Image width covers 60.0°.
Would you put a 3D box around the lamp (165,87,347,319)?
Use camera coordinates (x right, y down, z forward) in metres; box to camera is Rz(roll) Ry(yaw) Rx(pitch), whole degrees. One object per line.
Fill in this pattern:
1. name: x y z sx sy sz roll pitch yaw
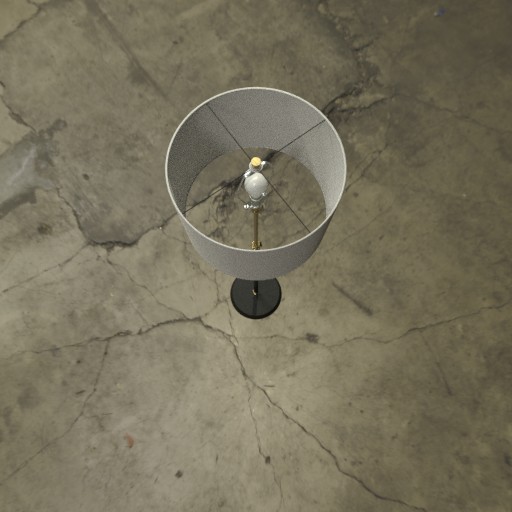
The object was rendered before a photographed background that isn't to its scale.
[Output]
1. lamp: 0.000 0.000 1.700 0.404 1.517 0.404 -35 77 -9
